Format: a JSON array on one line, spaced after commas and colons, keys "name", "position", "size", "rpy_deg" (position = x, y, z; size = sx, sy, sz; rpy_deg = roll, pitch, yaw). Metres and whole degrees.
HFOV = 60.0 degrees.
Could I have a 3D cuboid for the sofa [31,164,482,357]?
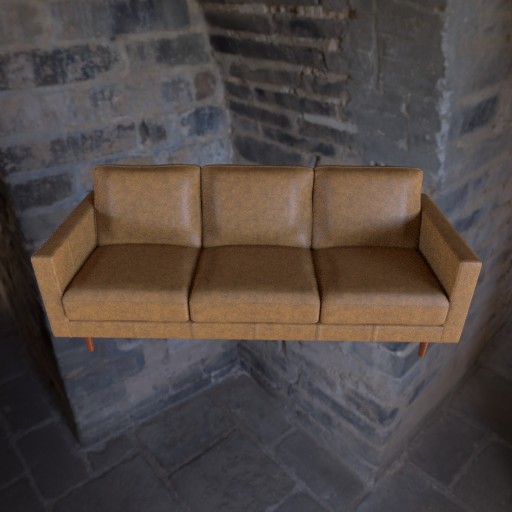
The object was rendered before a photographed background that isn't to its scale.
[{"name": "sofa", "position": [0.000, 0.000, 2.648], "size": [2.231, 0.930, 0.903], "rpy_deg": [1, 30, 1]}]
